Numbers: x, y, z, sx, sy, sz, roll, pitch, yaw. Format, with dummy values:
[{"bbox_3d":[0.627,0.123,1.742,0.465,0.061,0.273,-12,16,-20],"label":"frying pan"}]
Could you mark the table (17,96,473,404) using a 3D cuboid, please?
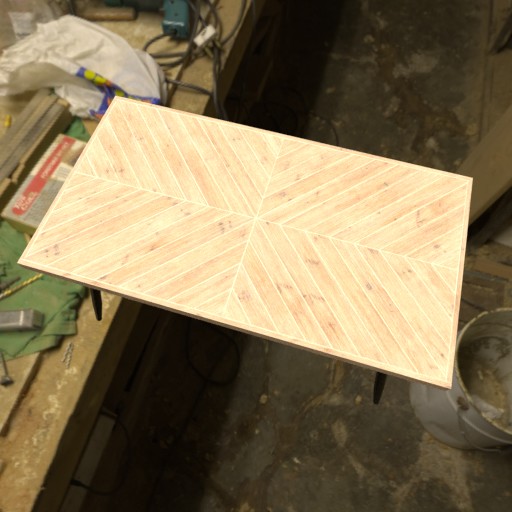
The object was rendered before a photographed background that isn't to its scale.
[{"bbox_3d":[0.000,0.000,2.304,1.803,0.762,0.991,15,65,7],"label":"table"}]
